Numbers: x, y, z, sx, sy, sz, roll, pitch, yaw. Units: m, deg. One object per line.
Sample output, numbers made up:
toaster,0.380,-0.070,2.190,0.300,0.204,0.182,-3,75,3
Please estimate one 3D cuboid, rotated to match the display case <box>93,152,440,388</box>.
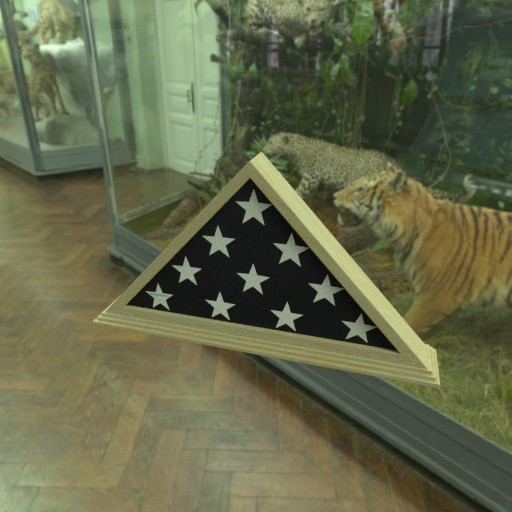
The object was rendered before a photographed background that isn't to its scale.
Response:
display case,0.000,0.000,0.757,0.640,0.340,0.095,7,27,15
